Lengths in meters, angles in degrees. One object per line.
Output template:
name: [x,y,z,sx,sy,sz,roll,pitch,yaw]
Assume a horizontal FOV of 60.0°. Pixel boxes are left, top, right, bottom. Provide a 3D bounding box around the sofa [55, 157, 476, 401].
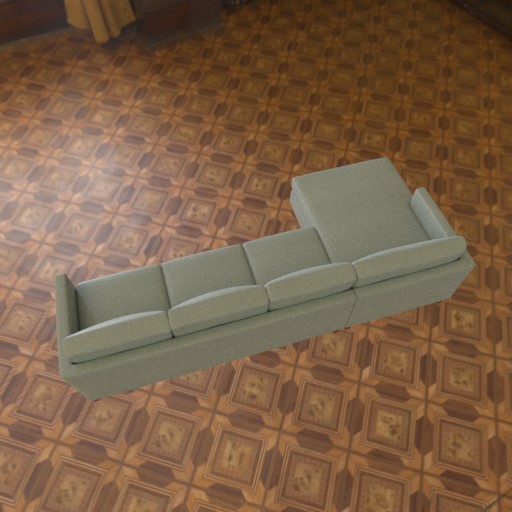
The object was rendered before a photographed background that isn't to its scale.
sofa: [0.000,0.000,4.123,3.470,0.953,1.600,-14,58,-9]
